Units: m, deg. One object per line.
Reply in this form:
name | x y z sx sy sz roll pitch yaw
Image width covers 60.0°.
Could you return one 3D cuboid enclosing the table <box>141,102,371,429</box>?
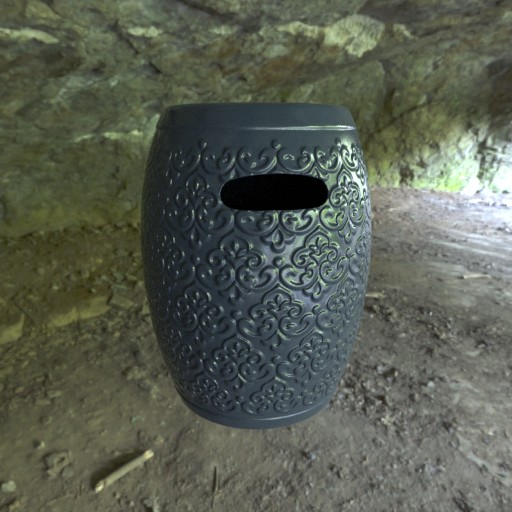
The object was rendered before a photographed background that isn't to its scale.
table | 0.000 0.000 0.620 0.309 0.397 0.309 0 16 0
